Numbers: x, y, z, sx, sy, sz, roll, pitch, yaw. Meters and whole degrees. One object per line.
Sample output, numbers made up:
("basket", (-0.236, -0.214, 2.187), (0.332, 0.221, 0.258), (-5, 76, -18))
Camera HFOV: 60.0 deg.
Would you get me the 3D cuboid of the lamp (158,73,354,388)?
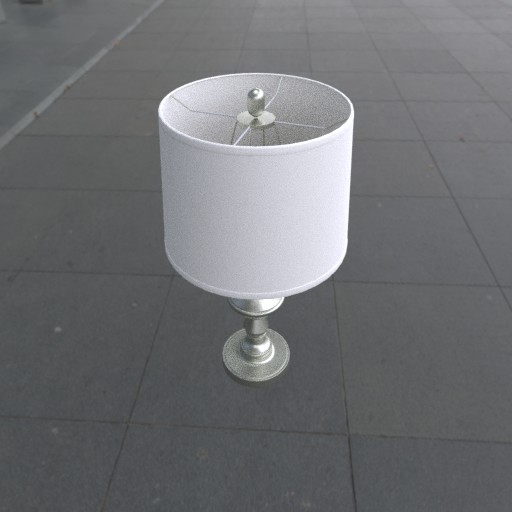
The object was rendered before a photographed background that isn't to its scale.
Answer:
("lamp", (0.000, 0.000, 0.980), (0.383, 0.733, 0.383), (0, 40, 0))
